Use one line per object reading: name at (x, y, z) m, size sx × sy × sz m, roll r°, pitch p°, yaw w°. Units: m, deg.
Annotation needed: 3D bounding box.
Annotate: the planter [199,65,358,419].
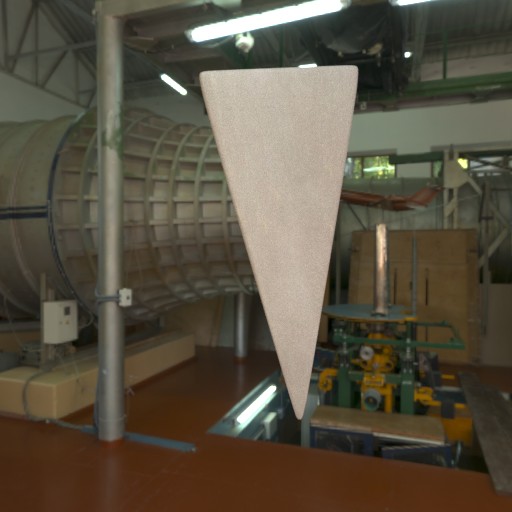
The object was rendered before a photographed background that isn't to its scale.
planter at (0.000, 0.000, 0.280) m, size 0.081 × 0.224 × 0.101 m, roll -1°, pitch 1°, yaw -37°
